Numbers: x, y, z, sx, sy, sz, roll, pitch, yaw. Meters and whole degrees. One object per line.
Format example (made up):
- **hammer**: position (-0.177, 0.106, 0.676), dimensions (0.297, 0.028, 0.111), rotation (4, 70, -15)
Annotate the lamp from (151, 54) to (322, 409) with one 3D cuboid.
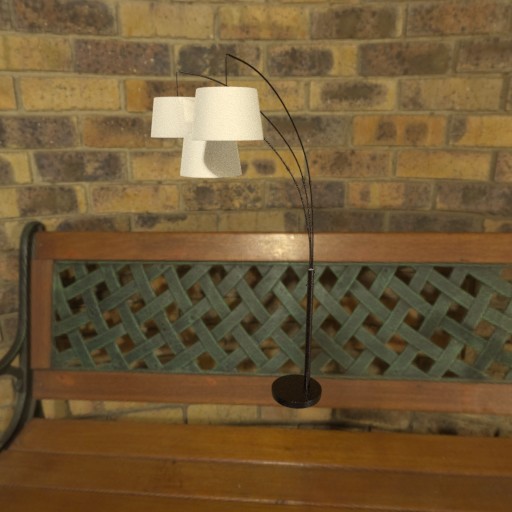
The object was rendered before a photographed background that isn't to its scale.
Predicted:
- **lamp**: position (0.000, 0.000, 2.468), dimensions (0.924, 1.950, 0.951), rotation (-8, 18, -25)
